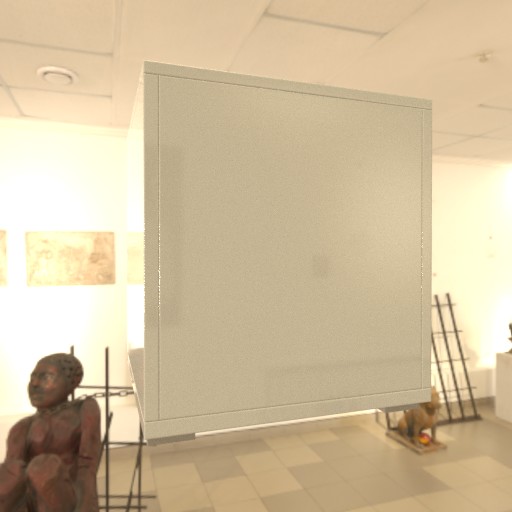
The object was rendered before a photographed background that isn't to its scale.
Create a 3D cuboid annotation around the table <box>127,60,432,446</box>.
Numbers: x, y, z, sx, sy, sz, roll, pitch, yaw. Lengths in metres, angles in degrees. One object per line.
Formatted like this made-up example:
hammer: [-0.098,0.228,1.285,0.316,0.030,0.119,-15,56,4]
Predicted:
table: [0.000,0.000,0.785,0.420,0.470,0.400,0,1,-19]
